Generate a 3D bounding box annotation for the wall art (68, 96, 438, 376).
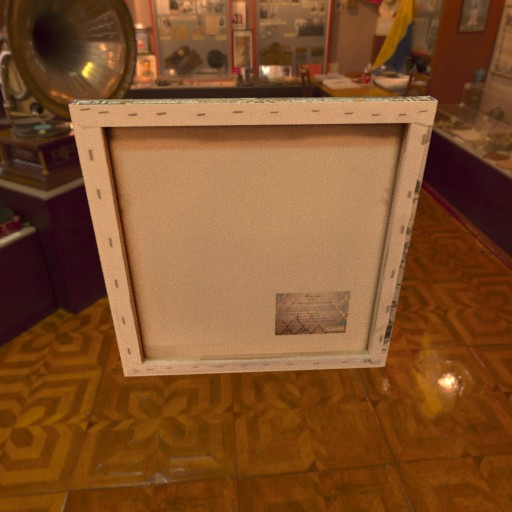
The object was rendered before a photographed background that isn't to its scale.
[{"bbox_3d":[0.000,0.000,0.896,0.609,0.607,0.036,-1,30,-3],"label":"wall art"}]
